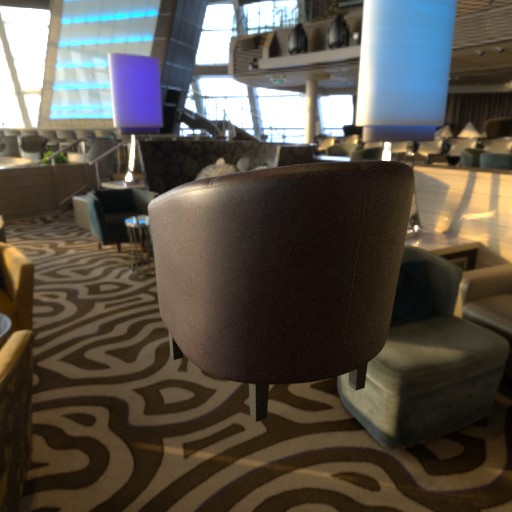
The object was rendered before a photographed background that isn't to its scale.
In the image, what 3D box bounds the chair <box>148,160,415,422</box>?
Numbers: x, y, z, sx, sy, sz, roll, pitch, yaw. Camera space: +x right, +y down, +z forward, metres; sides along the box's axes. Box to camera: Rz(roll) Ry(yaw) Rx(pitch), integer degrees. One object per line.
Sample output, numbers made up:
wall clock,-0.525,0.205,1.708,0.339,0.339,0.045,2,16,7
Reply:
chair,0.000,0.000,1.641,0.737,0.755,1.176,-8,18,-25
